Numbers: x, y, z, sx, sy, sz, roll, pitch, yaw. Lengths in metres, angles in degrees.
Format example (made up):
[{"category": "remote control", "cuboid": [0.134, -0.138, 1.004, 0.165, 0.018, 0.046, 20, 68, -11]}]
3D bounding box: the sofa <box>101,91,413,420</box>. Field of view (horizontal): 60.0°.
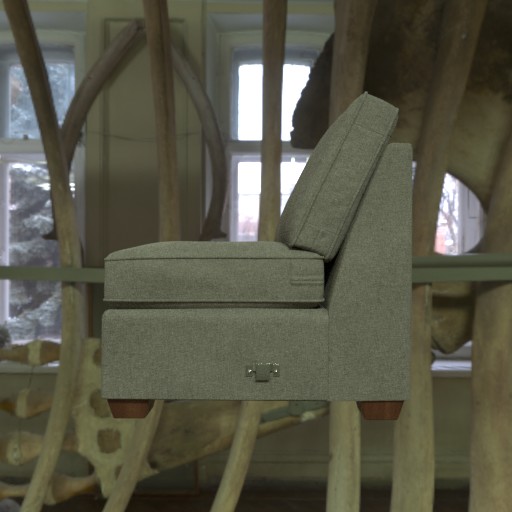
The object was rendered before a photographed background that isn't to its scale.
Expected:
[{"category": "sofa", "cuboid": [0.000, 0.000, 1.934, 0.951, 1.008, 1.237, 0, 0, 0]}]
